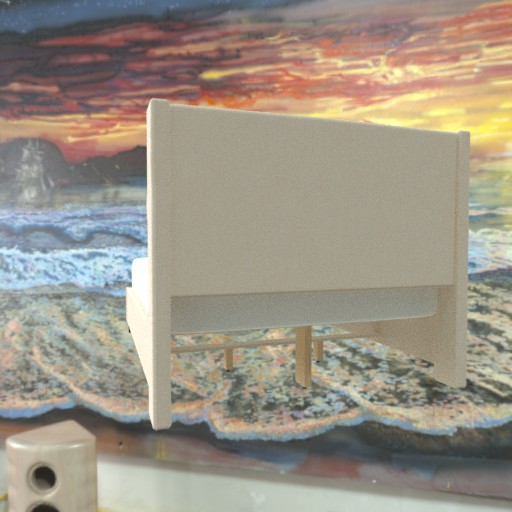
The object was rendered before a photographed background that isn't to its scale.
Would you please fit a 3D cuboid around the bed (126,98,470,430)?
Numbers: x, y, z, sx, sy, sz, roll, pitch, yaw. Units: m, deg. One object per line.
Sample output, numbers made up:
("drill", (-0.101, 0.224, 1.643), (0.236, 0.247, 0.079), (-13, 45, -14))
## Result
("bed", (0.000, 0.000, 3.314), (1.778, 1.471, 2.293), (-1, 2, -19))
